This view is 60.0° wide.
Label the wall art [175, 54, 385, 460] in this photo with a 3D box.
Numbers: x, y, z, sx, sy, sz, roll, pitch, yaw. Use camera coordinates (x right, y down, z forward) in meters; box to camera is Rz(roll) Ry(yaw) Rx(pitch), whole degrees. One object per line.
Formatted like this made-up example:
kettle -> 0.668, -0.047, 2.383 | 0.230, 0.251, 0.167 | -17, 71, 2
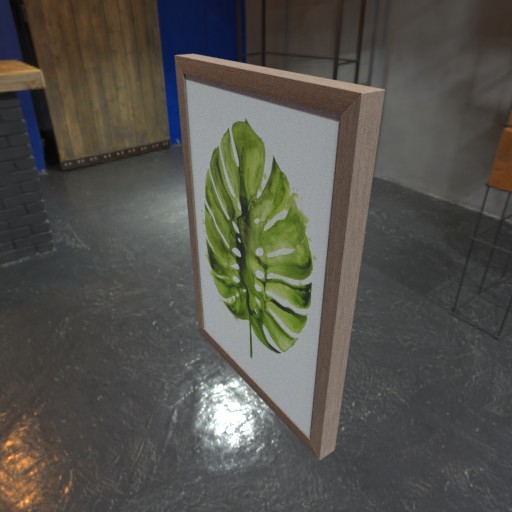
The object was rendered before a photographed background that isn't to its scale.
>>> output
wall art -> 0.000, 0.000, 0.649 | 0.032, 0.510, 0.358 | -20, 36, -30
